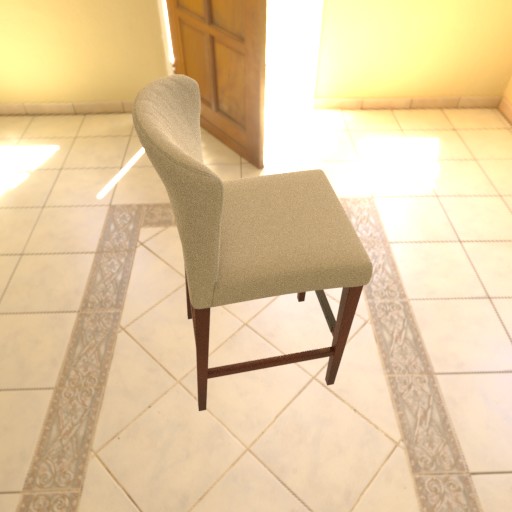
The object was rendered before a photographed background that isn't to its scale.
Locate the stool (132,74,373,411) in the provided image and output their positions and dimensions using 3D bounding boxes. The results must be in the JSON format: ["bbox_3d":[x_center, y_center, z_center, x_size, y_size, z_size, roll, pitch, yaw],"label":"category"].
[{"bbox_3d":[0.000,0.000,1.406,0.568,1.069,0.479,-8,47,-8],"label":"stool"}]
